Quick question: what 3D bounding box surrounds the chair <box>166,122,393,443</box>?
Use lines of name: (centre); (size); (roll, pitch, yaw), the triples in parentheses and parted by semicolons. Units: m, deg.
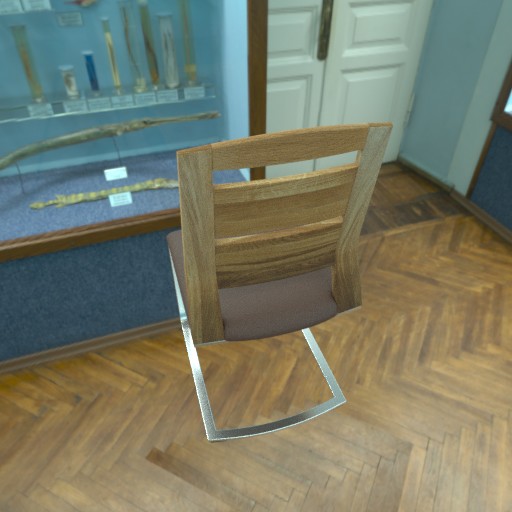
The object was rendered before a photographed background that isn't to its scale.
chair: (0.000, 0.000, 1.271); (0.460, 0.970, 0.570); (-11, 41, -13)
